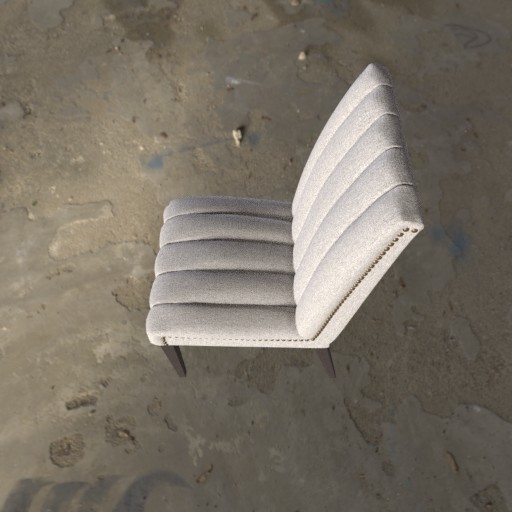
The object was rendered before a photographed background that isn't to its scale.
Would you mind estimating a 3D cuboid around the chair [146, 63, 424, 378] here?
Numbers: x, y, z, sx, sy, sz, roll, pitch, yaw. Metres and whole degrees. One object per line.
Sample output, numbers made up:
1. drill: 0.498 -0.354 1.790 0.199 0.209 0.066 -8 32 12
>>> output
1. chair: 0.000 0.000 1.365 0.647 1.016 0.511 1 58 1
